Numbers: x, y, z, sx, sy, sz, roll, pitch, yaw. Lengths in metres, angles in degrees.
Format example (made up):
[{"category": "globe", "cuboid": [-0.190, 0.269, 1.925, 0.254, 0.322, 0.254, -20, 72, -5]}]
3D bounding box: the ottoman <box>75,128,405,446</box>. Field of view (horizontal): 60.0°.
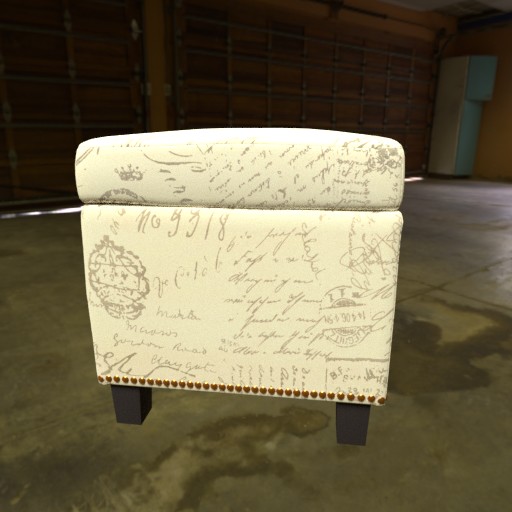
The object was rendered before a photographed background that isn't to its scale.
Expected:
[{"category": "ottoman", "cuboid": [0.000, 0.000, 0.826, 0.449, 0.457, 0.450, 2, 15, 8]}]
